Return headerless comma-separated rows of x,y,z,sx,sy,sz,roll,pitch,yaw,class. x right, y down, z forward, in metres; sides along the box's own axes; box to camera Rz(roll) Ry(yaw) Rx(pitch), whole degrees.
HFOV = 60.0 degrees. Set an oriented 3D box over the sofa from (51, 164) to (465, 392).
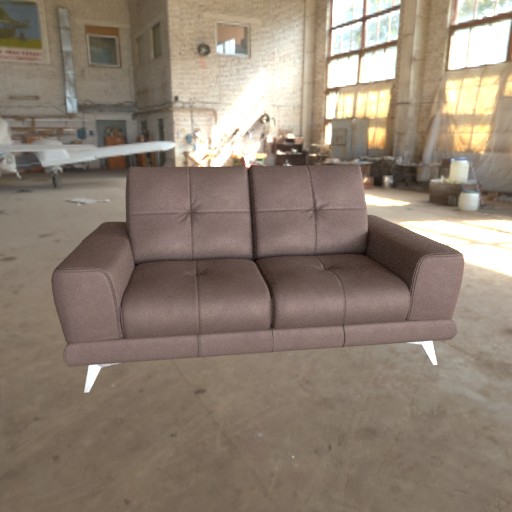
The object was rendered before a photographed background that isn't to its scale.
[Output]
0.000,0.000,2.341,1.806,0.907,1.018,-2,15,-8,sofa
